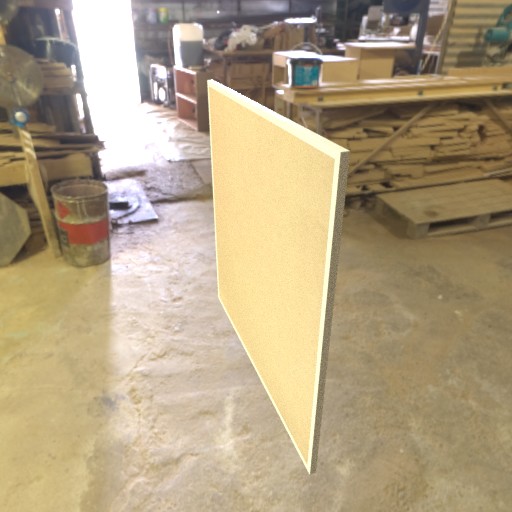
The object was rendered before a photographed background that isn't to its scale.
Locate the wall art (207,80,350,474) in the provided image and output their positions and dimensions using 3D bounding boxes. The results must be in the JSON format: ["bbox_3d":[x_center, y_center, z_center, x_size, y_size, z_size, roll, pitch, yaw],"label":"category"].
[{"bbox_3d":[0.000,0.000,0.845,0.012,0.557,0.557,-10,31,-18],"label":"wall art"}]
